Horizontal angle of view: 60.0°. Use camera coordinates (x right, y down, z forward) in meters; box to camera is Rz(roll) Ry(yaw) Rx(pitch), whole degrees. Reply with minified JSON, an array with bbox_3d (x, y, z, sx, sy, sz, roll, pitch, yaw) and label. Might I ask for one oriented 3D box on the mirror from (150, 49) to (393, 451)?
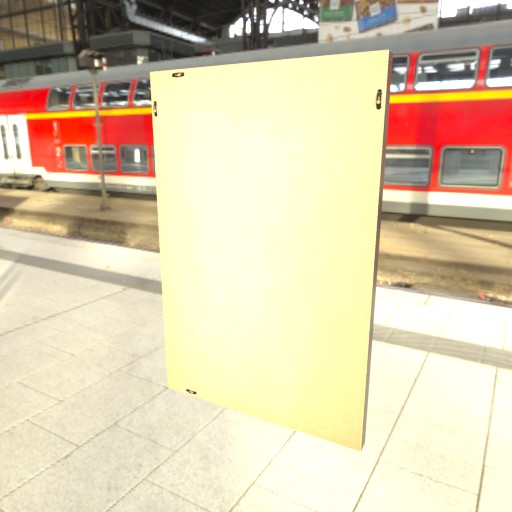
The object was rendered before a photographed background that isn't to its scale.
[{"bbox_3d":[0.000,0.000,1.134,0.609,0.915,0.041,8,17,28],"label":"mirror"}]
